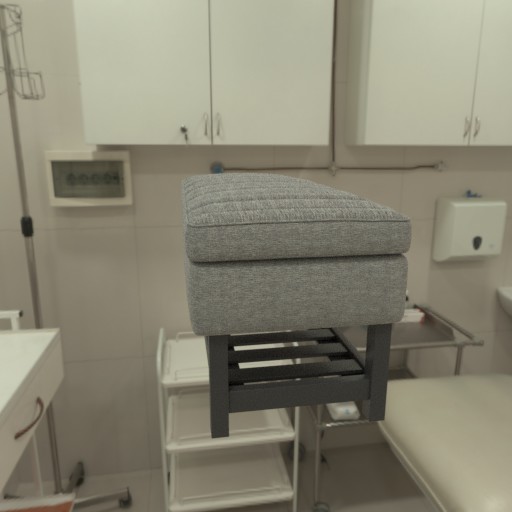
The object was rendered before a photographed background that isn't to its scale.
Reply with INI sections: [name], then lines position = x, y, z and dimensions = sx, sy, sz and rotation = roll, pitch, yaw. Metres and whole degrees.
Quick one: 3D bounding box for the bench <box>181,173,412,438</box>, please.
[bench]
position = 0.000, 0.000, 1.336
dimensions = 0.429, 0.470, 1.100
rotation = -2, 14, -9
